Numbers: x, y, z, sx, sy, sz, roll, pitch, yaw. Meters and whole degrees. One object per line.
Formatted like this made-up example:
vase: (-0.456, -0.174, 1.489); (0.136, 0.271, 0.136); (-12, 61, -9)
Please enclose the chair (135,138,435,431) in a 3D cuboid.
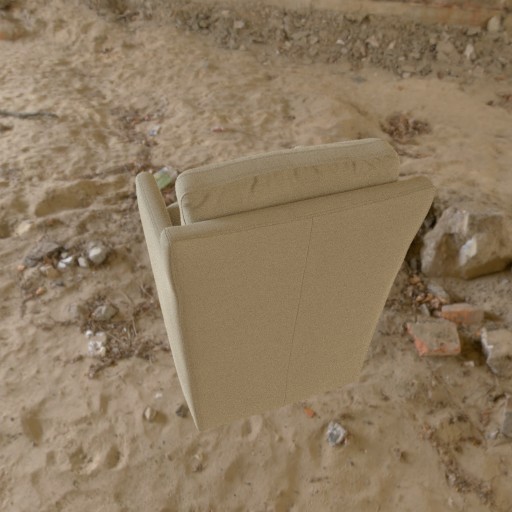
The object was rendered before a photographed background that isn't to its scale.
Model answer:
chair: (0.000, 0.000, 1.371); (0.626, 0.914, 0.694); (-13, 43, -14)
